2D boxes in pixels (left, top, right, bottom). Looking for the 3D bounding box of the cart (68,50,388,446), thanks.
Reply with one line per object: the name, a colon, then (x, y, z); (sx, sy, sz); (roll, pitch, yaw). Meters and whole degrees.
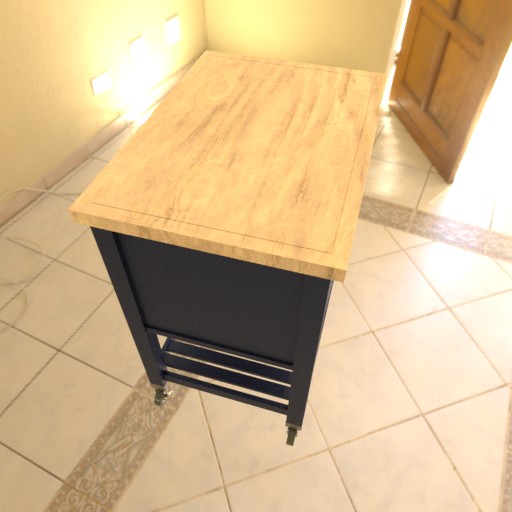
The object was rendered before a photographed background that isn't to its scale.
cart: (0.000, 0.000, 1.434); (0.567, 0.920, 0.797); (12, 49, 11)
